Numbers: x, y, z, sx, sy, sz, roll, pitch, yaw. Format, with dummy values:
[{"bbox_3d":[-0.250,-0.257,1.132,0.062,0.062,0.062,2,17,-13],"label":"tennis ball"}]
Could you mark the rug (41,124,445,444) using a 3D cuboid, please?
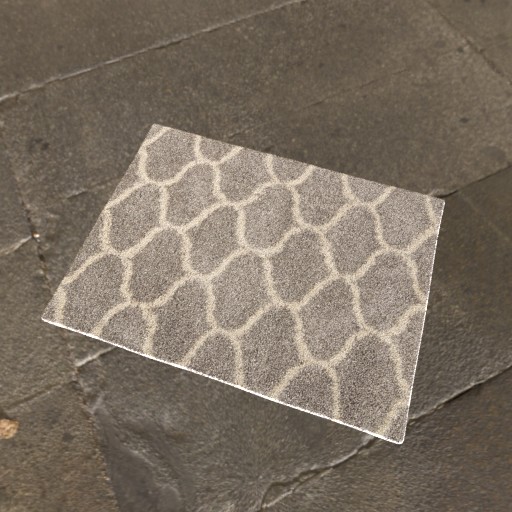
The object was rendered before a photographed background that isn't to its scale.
[{"bbox_3d":[0.000,0.000,2.087,1.600,0.025,1.200,17,64,8],"label":"rug"}]
